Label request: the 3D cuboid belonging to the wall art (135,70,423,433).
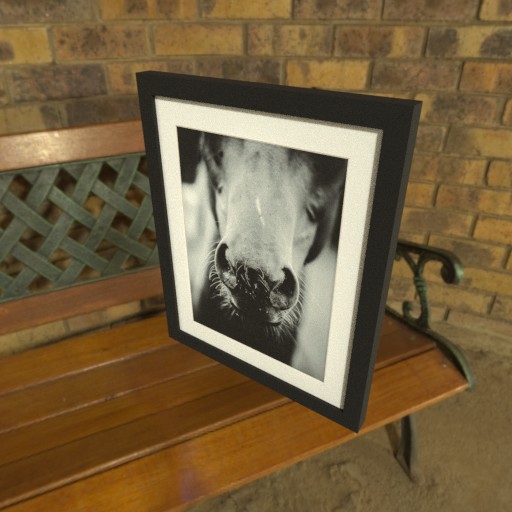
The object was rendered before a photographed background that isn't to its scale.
[{"bbox_3d":[0.000,0.000,0.765,0.457,0.559,0.033,19,35,29],"label":"wall art"}]
